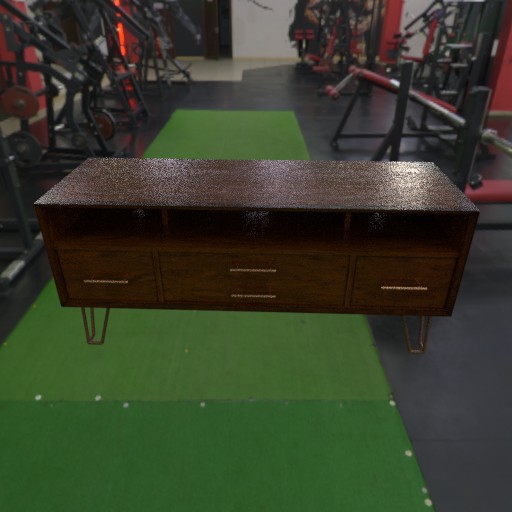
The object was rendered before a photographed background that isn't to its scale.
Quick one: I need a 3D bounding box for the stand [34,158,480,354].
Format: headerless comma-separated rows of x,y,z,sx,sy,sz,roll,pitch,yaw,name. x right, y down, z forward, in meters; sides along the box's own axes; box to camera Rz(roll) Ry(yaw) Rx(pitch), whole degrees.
0.000,0.000,1.711,1.372,0.610,0.481,1,30,2,stand
